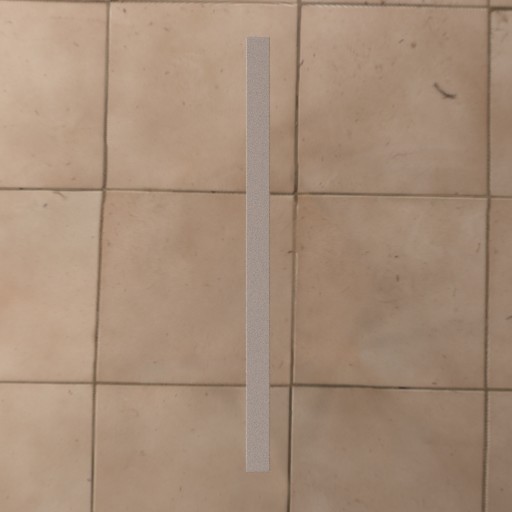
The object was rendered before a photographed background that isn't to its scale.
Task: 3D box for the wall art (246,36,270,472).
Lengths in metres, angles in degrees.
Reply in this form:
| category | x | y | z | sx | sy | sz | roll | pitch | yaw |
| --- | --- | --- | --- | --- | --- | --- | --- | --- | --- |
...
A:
| category | x | y | z | sx | sy | sz | roll | pitch | yaw |
| --- | --- | --- | --- | --- | --- | --- | --- | --- | --- |
| wall art | 0.000 | 0.000 | 1.163 | 0.041 | 0.765 | 0.768 | 0 | 89 | -1 |
